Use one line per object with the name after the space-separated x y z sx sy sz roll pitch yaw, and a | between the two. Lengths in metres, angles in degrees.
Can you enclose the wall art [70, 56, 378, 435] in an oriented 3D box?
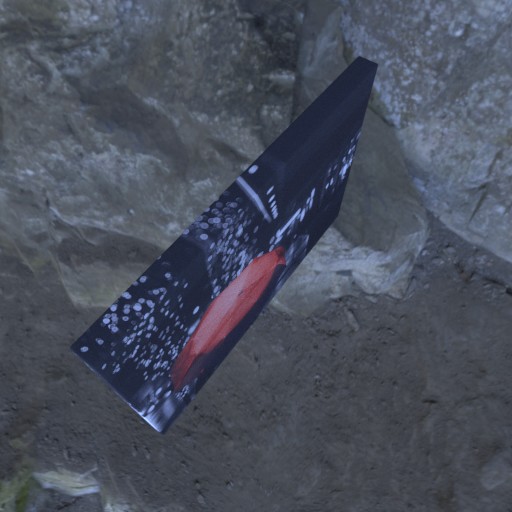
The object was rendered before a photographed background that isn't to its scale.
0.000 0.000 0.756 0.037 0.406 0.609 32 64 18 | wall art
